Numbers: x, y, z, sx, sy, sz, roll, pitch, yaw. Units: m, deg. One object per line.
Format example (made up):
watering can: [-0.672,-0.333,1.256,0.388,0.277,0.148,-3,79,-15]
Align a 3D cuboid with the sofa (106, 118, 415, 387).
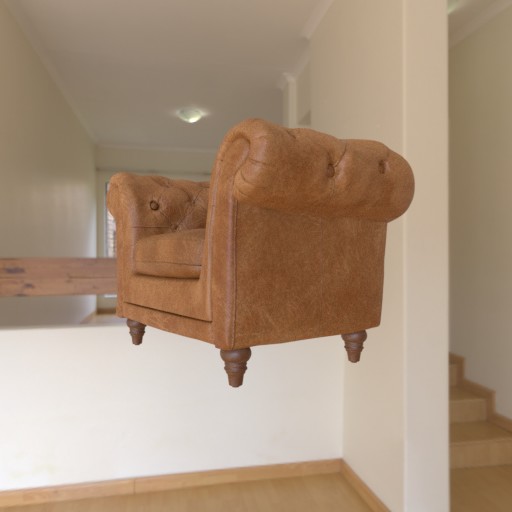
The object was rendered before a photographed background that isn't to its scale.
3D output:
sofa: [0.000,0.000,2.085,1.033,0.878,1.405,0,0,-36]
